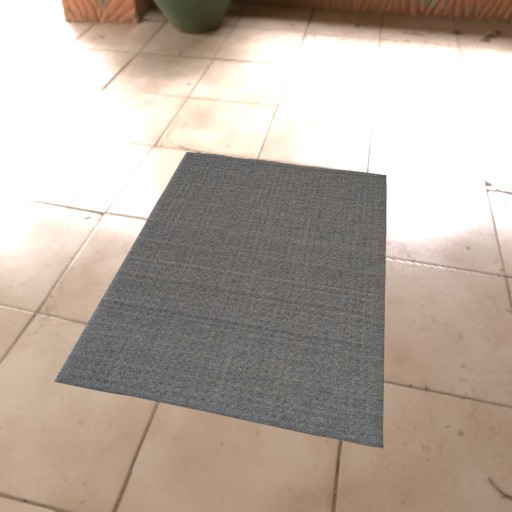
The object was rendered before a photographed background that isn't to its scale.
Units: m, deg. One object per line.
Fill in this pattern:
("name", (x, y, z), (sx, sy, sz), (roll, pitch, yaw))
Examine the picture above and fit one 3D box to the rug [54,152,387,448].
("rug", (0.000, 0.000, 4.245), (2.443, 0.007, 3.200), (9, 47, 8))
